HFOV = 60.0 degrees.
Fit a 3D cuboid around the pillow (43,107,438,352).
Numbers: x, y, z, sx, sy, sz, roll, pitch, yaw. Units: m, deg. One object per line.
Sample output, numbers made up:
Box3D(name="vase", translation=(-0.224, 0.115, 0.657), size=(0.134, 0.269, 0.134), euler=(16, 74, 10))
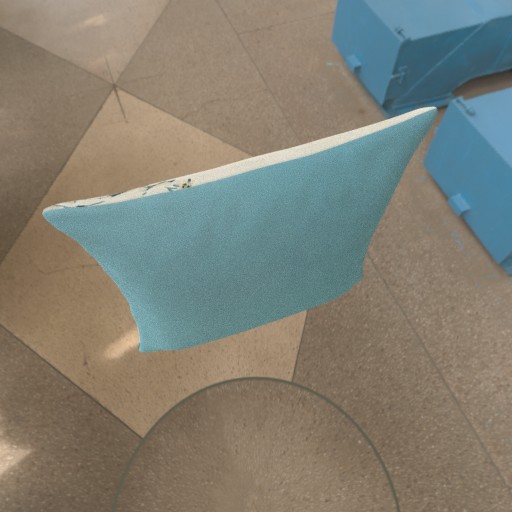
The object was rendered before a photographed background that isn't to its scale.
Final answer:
Box3D(name="pillow", translation=(0.000, 0.000, 0.772), size=(0.526, 0.507, 0.166), euler=(-17, 60, -10))
